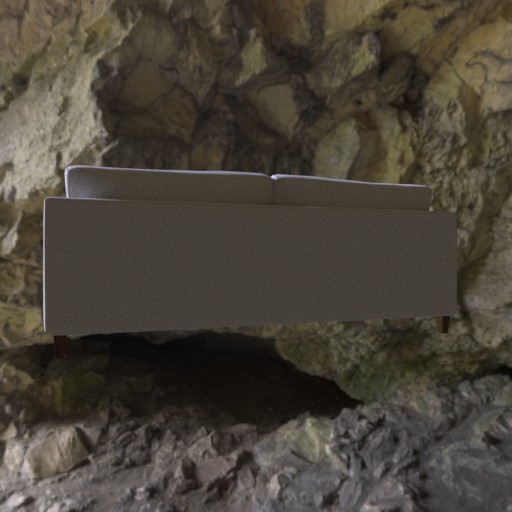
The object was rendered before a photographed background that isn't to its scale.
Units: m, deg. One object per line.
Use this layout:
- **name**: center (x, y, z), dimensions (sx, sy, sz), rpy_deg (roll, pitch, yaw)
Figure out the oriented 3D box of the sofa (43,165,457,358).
- **sofa**: center (0.000, 0.000, 2.832), dimensions (2.361, 0.962, 0.951), rpy_deg (0, 0, -18)
